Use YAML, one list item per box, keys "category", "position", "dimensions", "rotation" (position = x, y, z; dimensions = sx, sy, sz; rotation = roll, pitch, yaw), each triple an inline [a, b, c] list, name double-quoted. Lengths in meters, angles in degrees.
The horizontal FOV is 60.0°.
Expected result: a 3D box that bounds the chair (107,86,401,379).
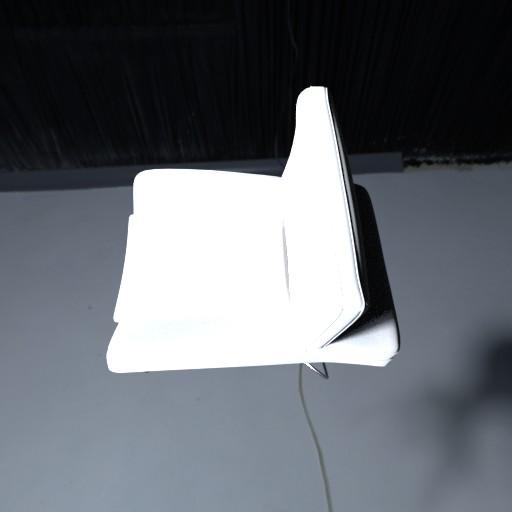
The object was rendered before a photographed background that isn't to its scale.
- category: "chair"
  position: [0.000, 0.000, 1.645]
  dimensions: [1.008, 0.855, 0.859]
  rotation: [-1, 58, -1]
